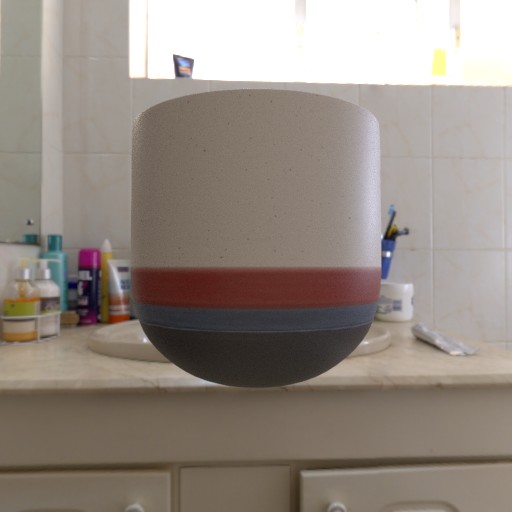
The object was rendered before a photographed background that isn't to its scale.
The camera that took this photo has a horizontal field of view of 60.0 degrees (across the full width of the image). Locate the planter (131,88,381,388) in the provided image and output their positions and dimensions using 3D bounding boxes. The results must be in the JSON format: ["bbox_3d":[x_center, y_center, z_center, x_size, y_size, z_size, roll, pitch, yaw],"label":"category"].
[{"bbox_3d":[0.000,0.000,0.492,0.268,0.270,0.268,0,-1,0],"label":"planter"}]
